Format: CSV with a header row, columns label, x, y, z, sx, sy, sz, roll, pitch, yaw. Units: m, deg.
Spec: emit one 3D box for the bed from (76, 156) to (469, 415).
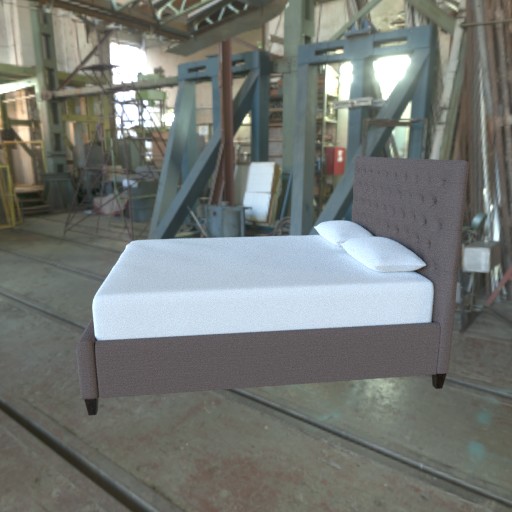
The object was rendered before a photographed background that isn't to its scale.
label,x,y,z,sx,sy,sz,roll,pitch,yaw
bed,0.000,0.000,3.305,2.233,1.426,1.696,-2,14,-8
